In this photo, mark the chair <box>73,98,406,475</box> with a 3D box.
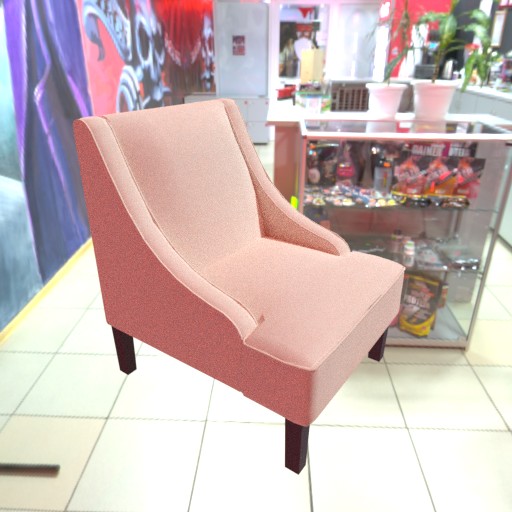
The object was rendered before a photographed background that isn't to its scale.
[{"bbox_3d":[0.000,0.000,1.454,0.806,0.886,0.689,17,30,32],"label":"chair"}]
